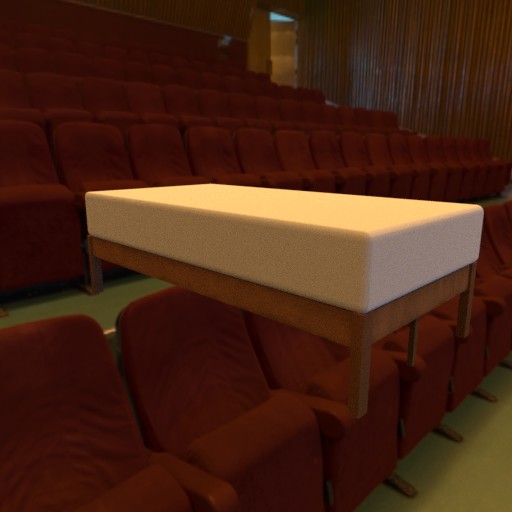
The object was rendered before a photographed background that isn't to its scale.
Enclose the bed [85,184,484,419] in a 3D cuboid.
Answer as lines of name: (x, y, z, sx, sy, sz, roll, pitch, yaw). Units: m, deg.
bed: (0.000, 0.000, 2.346, 1.902, 0.616, 0.961, 13, 18, 43)
